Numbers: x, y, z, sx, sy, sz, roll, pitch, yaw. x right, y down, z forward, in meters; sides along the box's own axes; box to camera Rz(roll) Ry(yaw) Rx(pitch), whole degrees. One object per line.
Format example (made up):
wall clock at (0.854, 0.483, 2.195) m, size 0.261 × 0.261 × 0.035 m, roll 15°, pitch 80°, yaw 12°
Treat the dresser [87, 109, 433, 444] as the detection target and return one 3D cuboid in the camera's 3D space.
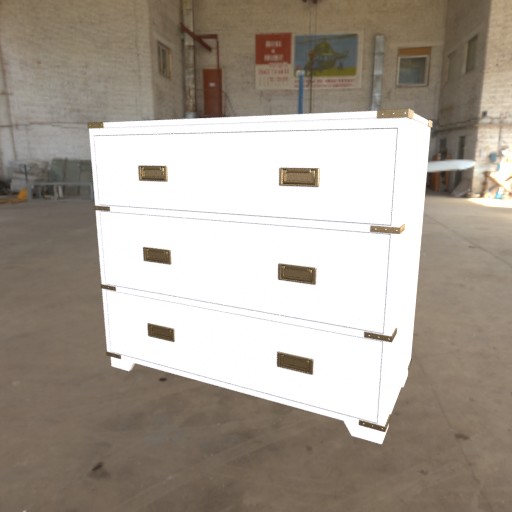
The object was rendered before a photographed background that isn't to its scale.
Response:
dresser at (0.000, 0.000, 1.536) m, size 1.022 × 0.891 × 0.460 m, roll 7°, pitch 15°, yaw 27°
